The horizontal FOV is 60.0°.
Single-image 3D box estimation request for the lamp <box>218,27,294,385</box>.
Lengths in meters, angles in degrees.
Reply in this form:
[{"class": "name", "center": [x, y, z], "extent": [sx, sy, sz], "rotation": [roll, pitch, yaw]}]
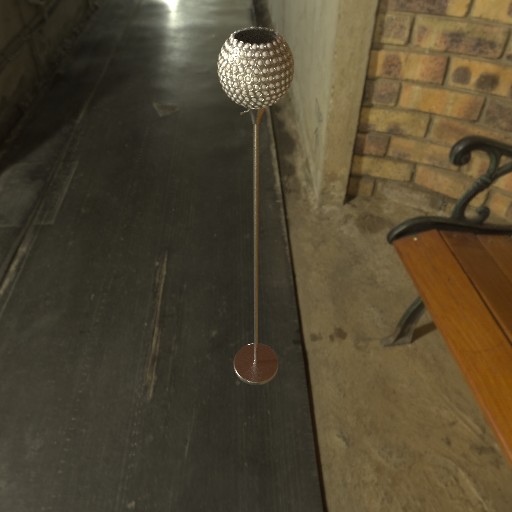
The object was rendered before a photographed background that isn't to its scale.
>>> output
[{"class": "lamp", "center": [0.000, 0.000, 1.907], "extent": [0.254, 1.805, 0.254], "rotation": [0, 46, 0]}]
